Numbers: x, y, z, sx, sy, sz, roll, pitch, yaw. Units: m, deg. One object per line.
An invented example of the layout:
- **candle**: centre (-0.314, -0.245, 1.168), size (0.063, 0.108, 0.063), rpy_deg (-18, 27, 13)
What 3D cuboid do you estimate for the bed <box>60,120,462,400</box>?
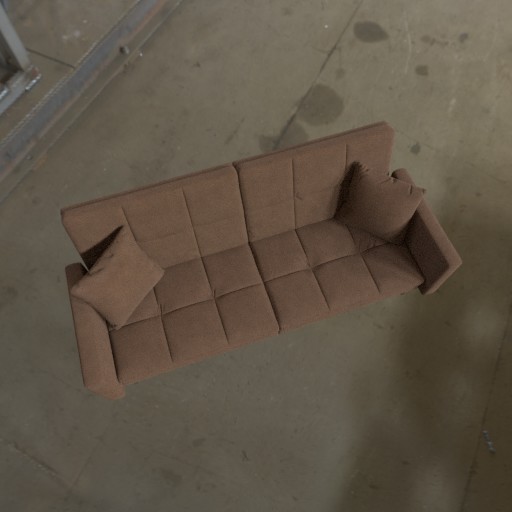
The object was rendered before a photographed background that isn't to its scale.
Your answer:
- **bed**: centre (0.000, 0.000, 2.402), size (1.905, 0.787, 0.889), rpy_deg (-17, 65, -8)
